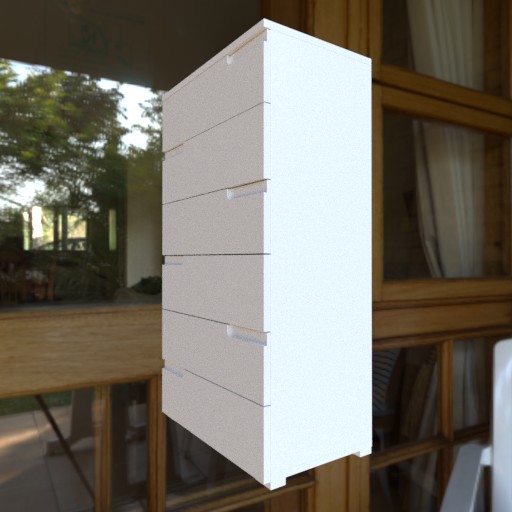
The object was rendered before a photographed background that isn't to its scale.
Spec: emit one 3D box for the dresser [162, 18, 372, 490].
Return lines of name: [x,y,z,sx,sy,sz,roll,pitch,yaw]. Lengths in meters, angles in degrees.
dresser: [0.000,0.000,1.490,0.400,1.190,0.650,0,0,-35]
